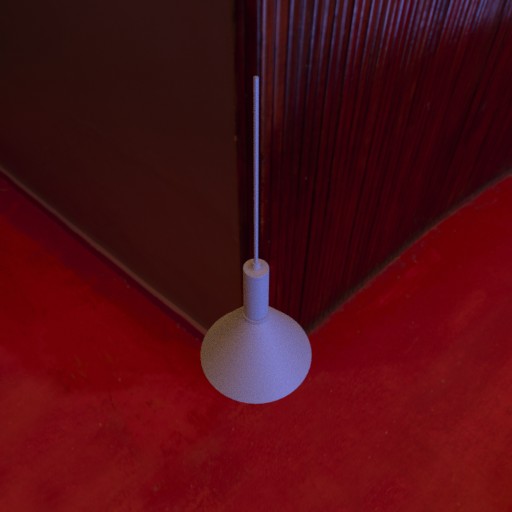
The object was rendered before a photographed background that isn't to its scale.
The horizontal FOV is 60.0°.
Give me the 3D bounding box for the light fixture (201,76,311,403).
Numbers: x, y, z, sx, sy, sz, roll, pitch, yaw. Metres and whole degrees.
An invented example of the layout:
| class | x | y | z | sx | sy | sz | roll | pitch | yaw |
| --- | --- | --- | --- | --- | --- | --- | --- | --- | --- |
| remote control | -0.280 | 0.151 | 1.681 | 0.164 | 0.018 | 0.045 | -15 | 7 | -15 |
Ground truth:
| class | x | y | z | sx | sy | sz | roll | pitch | yaw |
| --- | --- | --- | --- | --- | --- | --- | --- | --- | --- |
| light fixture | 0.000 | 0.000 | 0.833 | 0.267 | 0.683 | 0.267 | 31 | 54 | 27 |
